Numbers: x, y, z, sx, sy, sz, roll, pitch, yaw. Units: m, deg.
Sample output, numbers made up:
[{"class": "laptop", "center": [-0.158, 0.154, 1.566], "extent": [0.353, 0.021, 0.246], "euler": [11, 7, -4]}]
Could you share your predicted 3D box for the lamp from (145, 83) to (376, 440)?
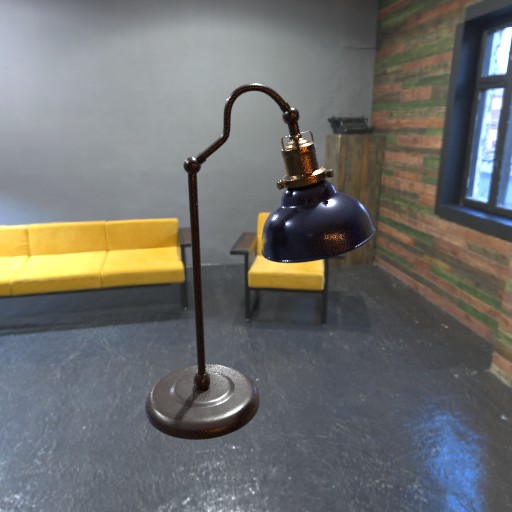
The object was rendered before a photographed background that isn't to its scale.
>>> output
[{"class": "lamp", "center": [0.000, 0.000, 0.697], "extent": [0.374, 0.508, 0.192], "euler": [-3, 16, -9]}]
